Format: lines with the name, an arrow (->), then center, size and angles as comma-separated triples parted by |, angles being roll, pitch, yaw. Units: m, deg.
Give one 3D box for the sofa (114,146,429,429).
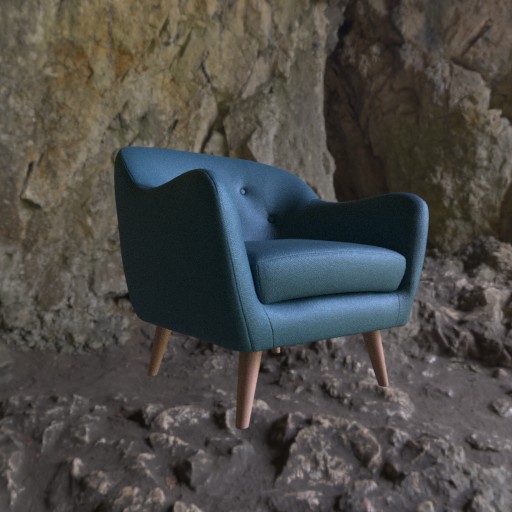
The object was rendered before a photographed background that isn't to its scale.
sofa -> 0.000, 0.000, 1.490 | 0.836, 0.817, 0.825 | -1, 2, -36
